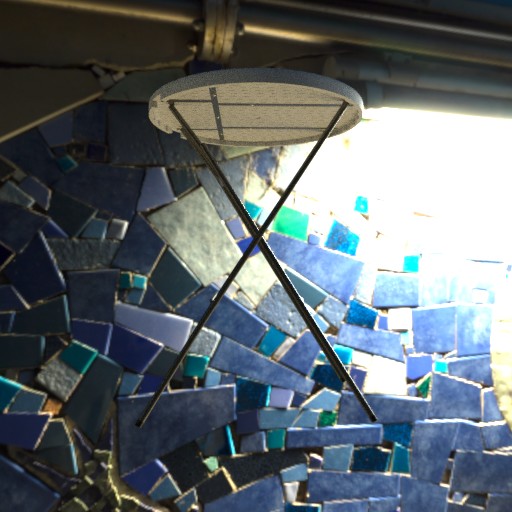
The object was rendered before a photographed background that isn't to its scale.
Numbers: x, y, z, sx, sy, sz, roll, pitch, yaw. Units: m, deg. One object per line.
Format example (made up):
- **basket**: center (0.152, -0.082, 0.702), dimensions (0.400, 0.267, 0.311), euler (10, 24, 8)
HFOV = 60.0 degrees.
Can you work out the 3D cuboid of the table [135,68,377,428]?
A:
- **table**: center (0.000, 0.000, 1.688), dimensions (0.795, 1.105, 0.792), euler (0, 1, -2)
